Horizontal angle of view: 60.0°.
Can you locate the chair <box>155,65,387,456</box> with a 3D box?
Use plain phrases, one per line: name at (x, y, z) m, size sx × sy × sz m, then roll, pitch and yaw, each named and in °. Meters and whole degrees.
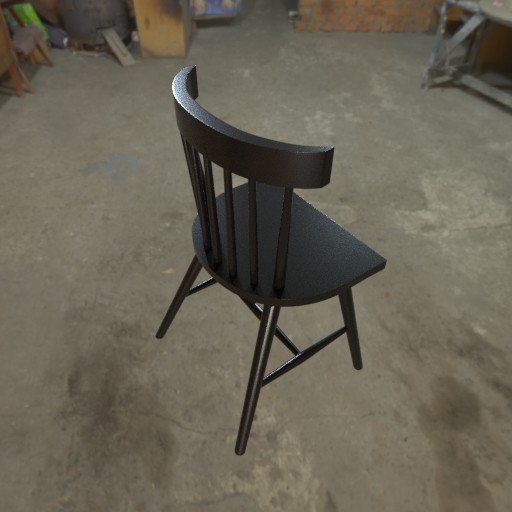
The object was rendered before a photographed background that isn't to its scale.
chair at (0.000, 0.000, 1.159) m, size 0.483 × 0.844 × 0.506 m, roll -26°, pitch 49°, yaw -25°
